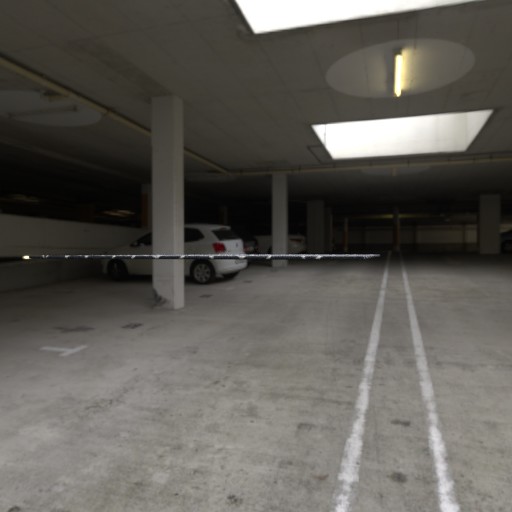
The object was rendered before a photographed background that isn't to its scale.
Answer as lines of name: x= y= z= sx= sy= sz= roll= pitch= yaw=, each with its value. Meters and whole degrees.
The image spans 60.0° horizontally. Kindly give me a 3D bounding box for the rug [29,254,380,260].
rug: x=0.000 y=0.000 z=2.342 sx=1.223 sy=0.013 sz=1.830 roll=0 pitch=0 yaw=17
